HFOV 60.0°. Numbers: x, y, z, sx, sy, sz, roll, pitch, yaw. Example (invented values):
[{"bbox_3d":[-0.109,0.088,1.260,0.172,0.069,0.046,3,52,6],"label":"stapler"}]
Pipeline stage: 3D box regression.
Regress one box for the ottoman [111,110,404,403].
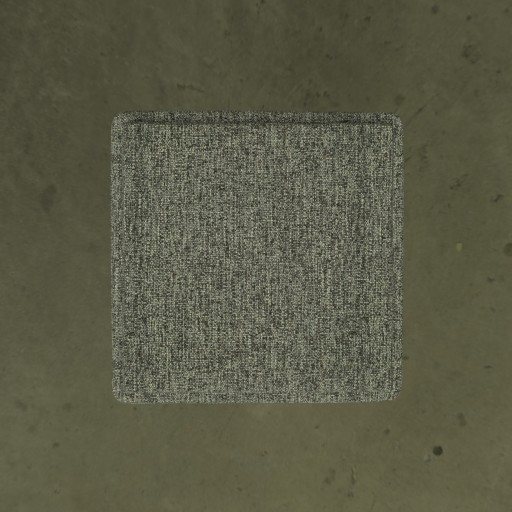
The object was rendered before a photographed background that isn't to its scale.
[{"bbox_3d":[0.000,0.000,0.843,0.450,0.463,0.450,0,91,-1],"label":"ottoman"}]
